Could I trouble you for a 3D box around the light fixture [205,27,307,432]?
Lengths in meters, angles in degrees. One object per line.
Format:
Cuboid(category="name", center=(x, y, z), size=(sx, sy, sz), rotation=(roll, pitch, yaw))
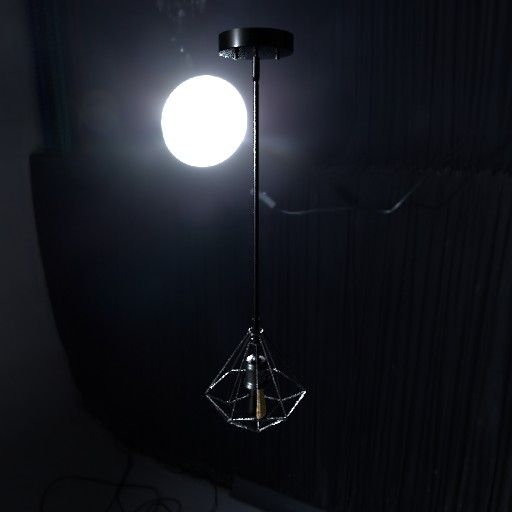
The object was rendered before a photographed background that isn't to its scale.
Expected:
Cuboid(category="light fixture", center=(0.000, 0.000, 1.948), size=(0.431, 1.764, 0.487), rotation=(7, 16, 26))
